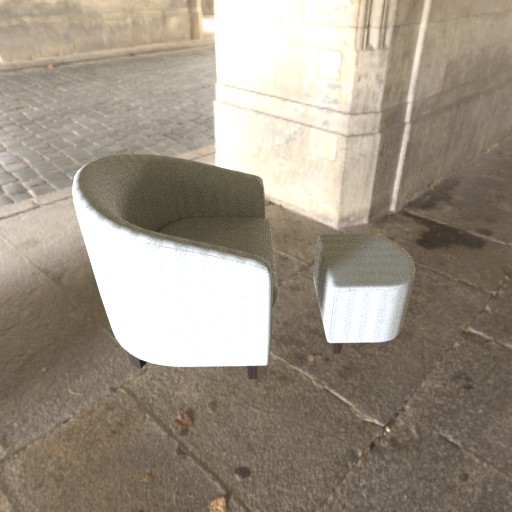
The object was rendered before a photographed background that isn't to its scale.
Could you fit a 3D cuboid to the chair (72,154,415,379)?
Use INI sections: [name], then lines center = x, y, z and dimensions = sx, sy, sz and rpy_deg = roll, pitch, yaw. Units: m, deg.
[chair]
center = 0.000, 0.000, 1.799
dimensions = 1.288, 0.757, 0.756
rpy_deg = -1, 33, -1
